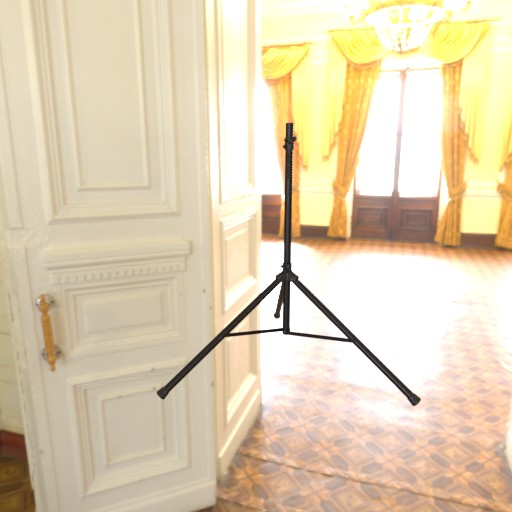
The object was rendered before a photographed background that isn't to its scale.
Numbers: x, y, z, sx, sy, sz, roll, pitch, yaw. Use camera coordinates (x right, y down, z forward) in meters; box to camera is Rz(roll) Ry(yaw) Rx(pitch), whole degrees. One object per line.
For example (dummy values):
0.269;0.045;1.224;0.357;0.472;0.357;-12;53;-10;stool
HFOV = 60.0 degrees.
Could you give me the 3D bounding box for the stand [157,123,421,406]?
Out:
0.000;0.000;2.752;1.339;1.595;1.596;-7;15;-27;stand
